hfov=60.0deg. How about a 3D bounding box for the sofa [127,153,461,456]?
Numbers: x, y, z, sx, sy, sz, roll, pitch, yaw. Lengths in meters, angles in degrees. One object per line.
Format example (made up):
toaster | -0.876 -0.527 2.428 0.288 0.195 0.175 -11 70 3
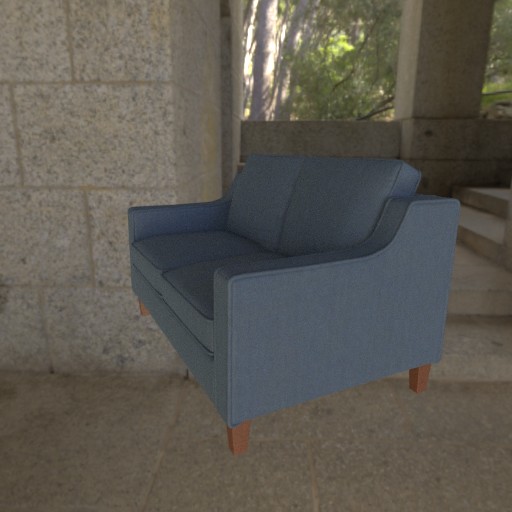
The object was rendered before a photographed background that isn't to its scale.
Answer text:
sofa | 0.000 0.000 2.189 0.987 0.971 1.501 -7 17 -26
